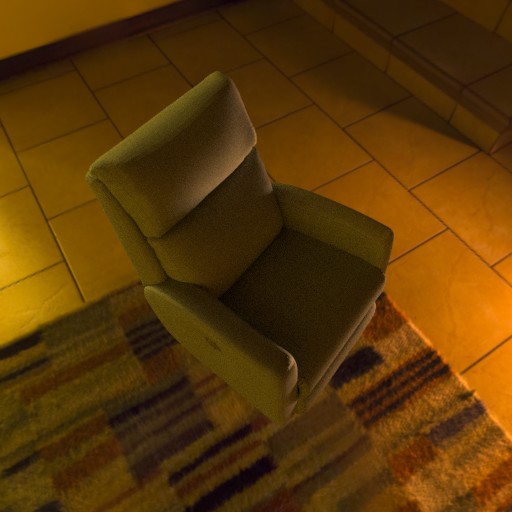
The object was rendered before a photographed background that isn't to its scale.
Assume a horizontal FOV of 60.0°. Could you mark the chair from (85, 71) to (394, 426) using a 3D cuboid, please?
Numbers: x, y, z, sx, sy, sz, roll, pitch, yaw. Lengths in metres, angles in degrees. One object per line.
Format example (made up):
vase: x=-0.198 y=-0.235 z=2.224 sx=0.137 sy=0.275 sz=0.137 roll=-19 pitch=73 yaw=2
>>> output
chair: x=0.000 y=0.000 z=1.727 sx=0.940 sy=1.016 sz=0.794 roll=33 pitch=63 yaw=19
